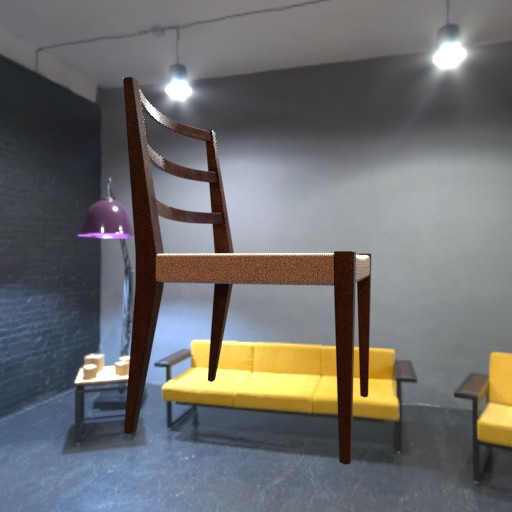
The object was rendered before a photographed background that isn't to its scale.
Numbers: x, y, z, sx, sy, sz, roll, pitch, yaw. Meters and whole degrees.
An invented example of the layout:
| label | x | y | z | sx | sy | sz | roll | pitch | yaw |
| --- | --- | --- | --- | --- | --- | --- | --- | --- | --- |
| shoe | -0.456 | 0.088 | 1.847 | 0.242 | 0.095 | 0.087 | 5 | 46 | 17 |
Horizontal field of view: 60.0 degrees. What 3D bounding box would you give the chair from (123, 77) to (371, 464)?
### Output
| label | x | y | z | sx | sy | sz | roll | pitch | yaw |
| --- | --- | --- | --- | --- | --- | --- | --- | --- | --- |
| chair | 0.000 | 0.000 | 1.154 | 0.551 | 0.813 | 0.480 | 0 | 0 | 18 |
